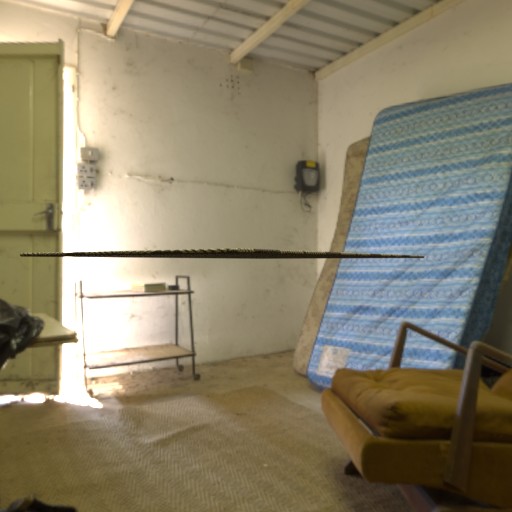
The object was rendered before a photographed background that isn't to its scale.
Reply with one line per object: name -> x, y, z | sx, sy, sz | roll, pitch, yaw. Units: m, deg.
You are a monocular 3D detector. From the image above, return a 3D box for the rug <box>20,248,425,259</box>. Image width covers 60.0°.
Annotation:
rug -> 0.000, 0.000, 2.304 | 1.210, 0.016, 1.833 | -1, -1, 36
